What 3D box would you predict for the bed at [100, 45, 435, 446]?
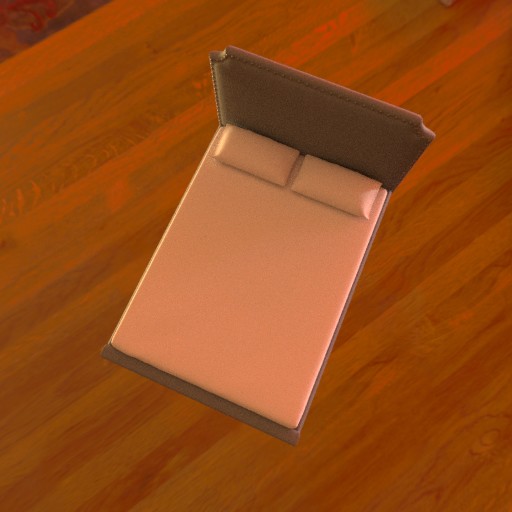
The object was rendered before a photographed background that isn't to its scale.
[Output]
[{"bbox_3d":[0.000,0.000,3.441,1.712,1.443,2.372,23,76,6],"label":"bed"}]
